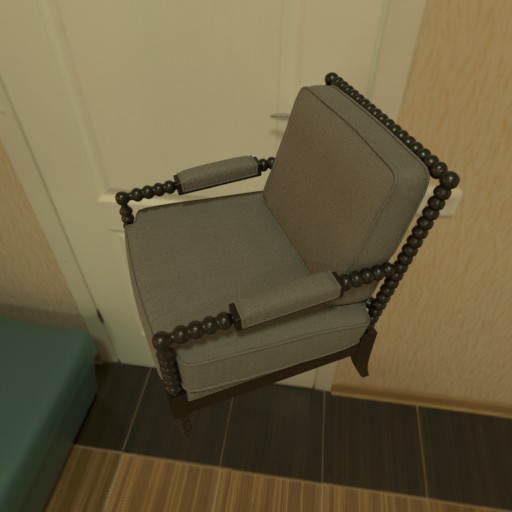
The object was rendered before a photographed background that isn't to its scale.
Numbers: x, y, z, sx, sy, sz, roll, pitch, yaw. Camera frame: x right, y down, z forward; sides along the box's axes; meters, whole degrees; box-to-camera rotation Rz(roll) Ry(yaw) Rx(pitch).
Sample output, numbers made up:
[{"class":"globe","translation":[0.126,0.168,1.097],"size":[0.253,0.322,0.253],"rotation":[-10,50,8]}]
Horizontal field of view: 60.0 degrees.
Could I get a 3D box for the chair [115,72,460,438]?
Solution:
[{"class":"chair","translation":[0.000,0.000,1.113],"size":[0.622,0.661,0.540],"rotation":[-15,47,-15]}]
